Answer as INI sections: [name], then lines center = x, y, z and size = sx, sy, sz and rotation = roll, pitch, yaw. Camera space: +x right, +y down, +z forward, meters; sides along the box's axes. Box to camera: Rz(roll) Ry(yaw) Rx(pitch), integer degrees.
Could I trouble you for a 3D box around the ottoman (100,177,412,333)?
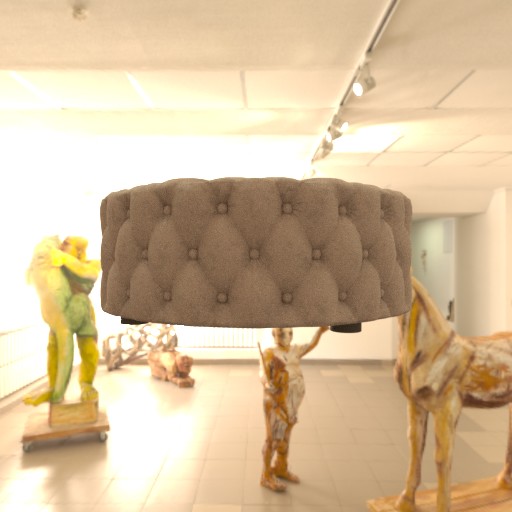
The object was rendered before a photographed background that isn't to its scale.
[ottoman]
center = 0.000, 0.000, 1.491
size = 0.998, 0.399, 0.998
rotation = 0, 0, 0
